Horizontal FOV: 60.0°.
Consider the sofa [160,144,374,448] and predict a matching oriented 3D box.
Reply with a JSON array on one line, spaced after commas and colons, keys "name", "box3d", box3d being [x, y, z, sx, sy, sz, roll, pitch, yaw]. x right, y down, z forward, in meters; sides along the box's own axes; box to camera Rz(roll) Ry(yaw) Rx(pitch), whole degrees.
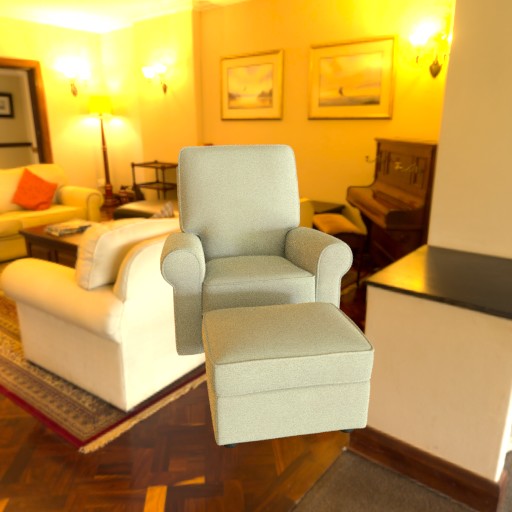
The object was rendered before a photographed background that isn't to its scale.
[{"name": "sofa", "box3d": [0.000, 0.000, 2.074, 0.880, 0.959, 1.478, -3, 17, -10]}]
